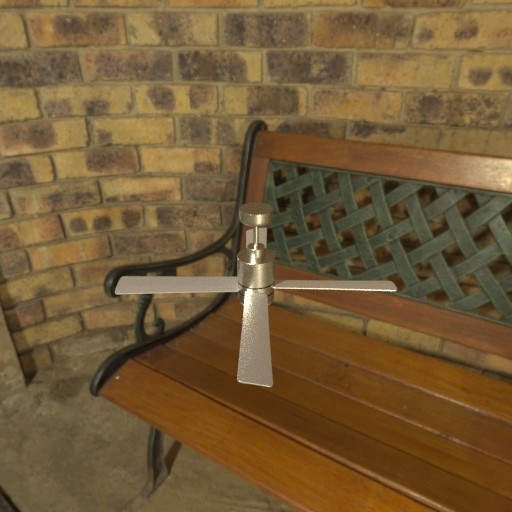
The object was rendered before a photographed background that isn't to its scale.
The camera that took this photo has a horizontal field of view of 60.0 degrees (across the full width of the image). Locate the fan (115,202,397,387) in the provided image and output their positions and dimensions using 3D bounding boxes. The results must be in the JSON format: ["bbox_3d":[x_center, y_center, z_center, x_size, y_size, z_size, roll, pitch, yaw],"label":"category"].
[{"bbox_3d":[0.000,0.000,2.356,1.525,0.539,1.525,0,27,1],"label":"fan"}]
